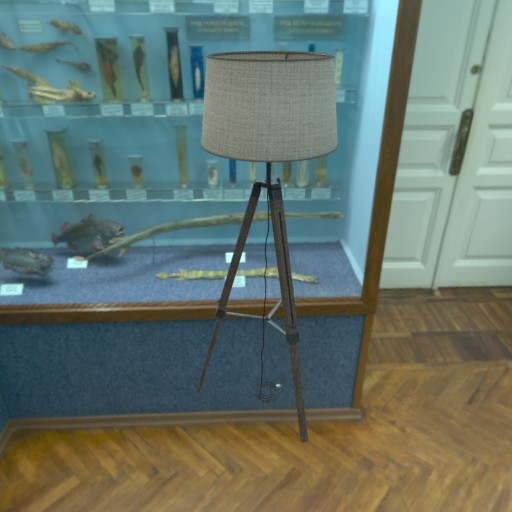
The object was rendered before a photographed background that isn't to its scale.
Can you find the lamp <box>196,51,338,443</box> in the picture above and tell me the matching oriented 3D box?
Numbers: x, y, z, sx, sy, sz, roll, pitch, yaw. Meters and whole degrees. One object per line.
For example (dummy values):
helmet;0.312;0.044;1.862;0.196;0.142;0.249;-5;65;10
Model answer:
lamp;0.000;0.000;1.823;0.587;1.510;0.604;0;28;0
